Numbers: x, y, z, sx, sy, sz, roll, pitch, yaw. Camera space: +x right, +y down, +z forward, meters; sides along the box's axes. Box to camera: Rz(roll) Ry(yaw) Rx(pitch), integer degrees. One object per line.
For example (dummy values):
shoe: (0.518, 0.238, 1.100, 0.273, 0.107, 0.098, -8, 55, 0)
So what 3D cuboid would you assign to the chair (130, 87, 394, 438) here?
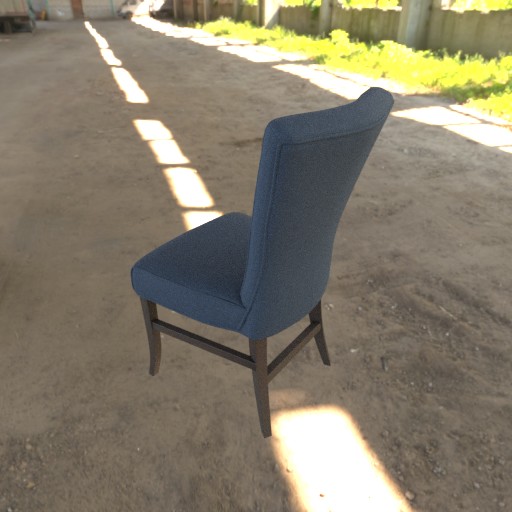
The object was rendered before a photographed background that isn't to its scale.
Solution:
chair: (0.000, 0.000, 1.385, 0.660, 0.991, 0.520, 21, 36, 31)
